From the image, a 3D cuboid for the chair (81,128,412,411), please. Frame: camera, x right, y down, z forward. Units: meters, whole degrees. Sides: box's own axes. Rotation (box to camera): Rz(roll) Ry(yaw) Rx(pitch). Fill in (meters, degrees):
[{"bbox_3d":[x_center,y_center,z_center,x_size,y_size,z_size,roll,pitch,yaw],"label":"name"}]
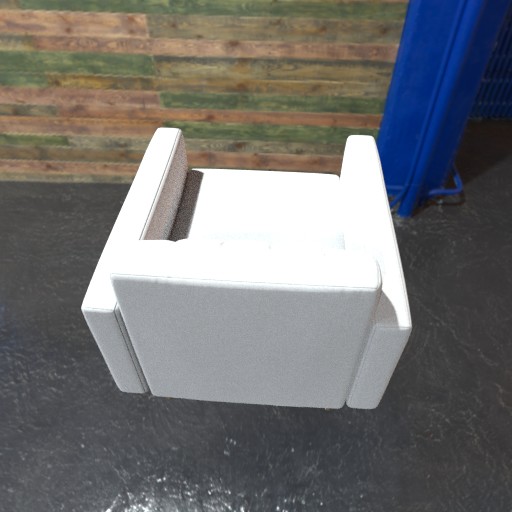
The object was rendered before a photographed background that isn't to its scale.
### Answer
[{"bbox_3d":[0.000,0.000,1.685,0.953,0.819,0.998,3,47,3],"label":"chair"}]
